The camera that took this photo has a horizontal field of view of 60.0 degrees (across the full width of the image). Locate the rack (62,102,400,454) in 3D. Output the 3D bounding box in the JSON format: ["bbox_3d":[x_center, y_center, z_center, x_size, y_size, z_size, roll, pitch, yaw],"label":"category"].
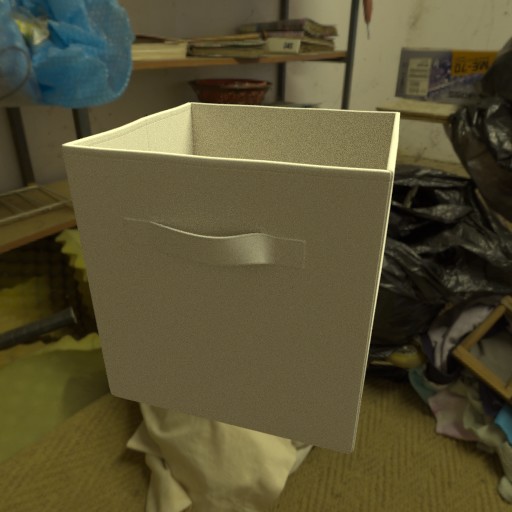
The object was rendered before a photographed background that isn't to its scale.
[{"bbox_3d":[0.000,0.000,0.493,0.270,0.280,0.270,8,28,15],"label":"rack"}]
